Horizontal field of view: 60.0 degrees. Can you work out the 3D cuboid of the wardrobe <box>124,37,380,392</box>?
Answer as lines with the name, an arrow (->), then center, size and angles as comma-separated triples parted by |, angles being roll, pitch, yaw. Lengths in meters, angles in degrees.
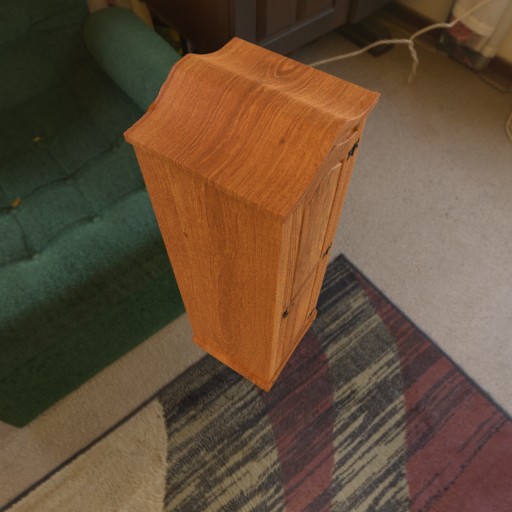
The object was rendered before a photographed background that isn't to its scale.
wardrobe -> 0.000, 0.000, 2.107 | 0.570, 1.870, 0.590 | 29, 63, 17
